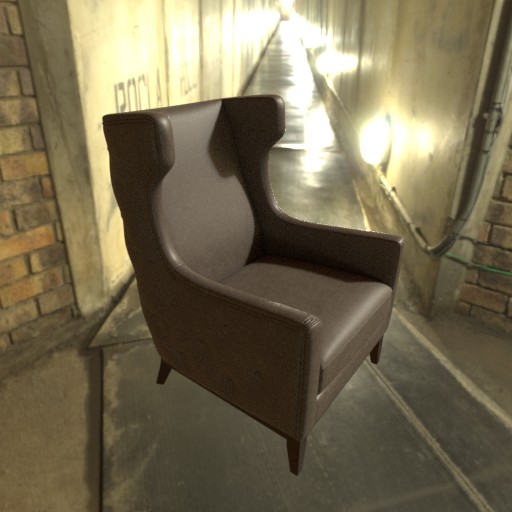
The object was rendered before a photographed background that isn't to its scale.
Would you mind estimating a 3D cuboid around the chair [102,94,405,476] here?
[{"bbox_3d":[0.000,0.000,1.662,0.899,1.079,0.769,17,30,31],"label":"chair"}]
